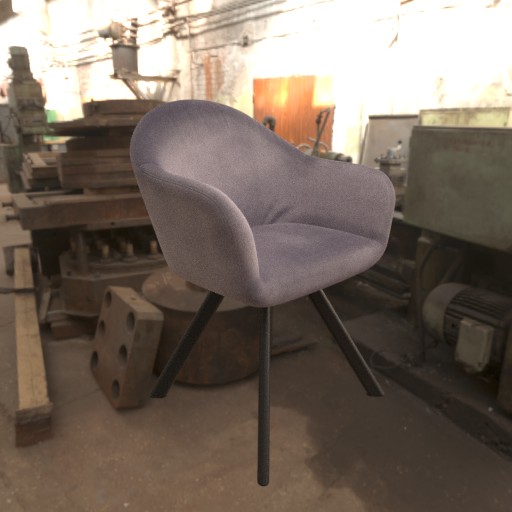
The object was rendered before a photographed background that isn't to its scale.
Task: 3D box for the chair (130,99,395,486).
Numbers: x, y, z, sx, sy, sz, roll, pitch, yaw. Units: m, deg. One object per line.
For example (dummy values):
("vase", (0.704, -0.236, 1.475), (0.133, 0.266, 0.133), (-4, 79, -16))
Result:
("chair", (0.000, 0.000, 1.143), (0.570, 0.780, 0.540), (-15, 22, -42))
